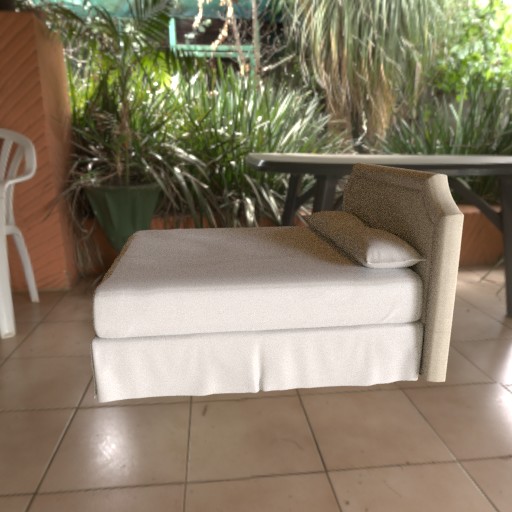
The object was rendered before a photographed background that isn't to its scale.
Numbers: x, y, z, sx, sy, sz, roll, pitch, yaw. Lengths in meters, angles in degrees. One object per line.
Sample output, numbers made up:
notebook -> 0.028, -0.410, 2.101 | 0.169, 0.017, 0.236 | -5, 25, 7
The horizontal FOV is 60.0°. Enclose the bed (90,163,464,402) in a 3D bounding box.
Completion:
bed -> 0.000, 0.000, 3.332 | 2.164, 1.297, 1.828 | -2, 15, -7
